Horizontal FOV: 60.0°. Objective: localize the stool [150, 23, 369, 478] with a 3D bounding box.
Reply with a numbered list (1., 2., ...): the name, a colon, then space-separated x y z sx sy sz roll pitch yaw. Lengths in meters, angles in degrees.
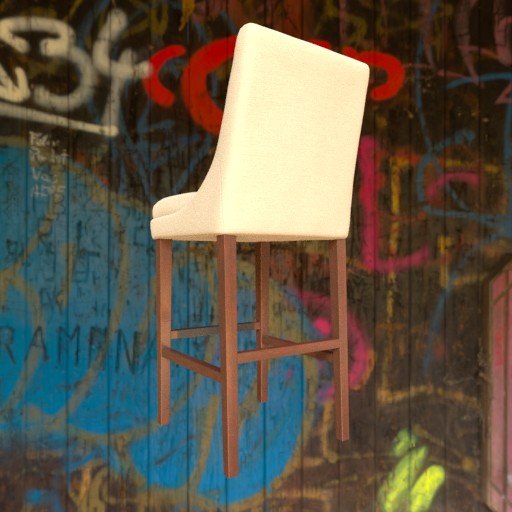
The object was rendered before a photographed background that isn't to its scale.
1. stool: 0.000 0.000 1.340 0.470 1.078 0.577 0 0 -34
